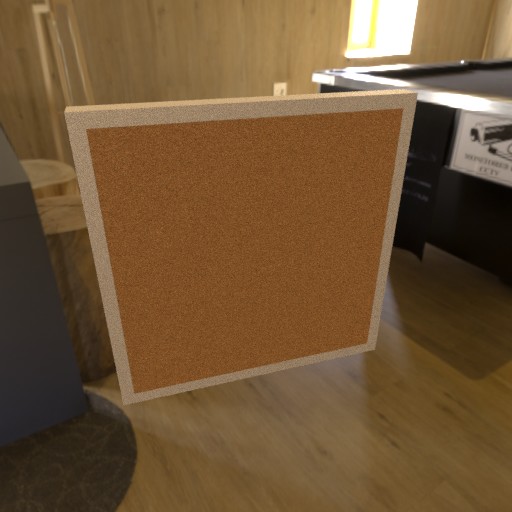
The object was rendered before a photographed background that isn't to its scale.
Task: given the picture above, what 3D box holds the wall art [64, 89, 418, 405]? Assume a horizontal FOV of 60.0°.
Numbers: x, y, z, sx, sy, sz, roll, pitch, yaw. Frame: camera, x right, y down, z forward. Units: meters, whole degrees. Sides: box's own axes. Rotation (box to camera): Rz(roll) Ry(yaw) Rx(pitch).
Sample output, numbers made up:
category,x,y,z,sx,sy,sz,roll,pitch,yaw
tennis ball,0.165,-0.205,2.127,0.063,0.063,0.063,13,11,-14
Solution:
category,x,y,z,sx,sy,sz,roll,pitch,yaw
wall art,0.000,0.000,0.752,0.507,0.508,0.038,-8,30,-15
